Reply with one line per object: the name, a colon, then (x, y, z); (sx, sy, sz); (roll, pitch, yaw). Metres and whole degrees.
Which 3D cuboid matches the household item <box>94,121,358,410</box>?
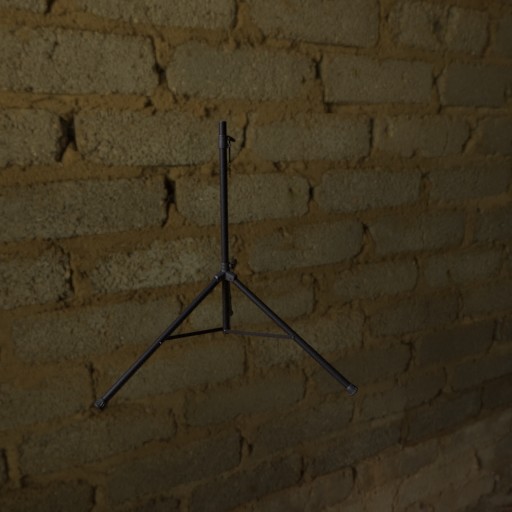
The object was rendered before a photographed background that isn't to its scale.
household item: (0.000, 0.000, 2.727); (1.339, 1.595, 1.596); (7, 16, 25)
